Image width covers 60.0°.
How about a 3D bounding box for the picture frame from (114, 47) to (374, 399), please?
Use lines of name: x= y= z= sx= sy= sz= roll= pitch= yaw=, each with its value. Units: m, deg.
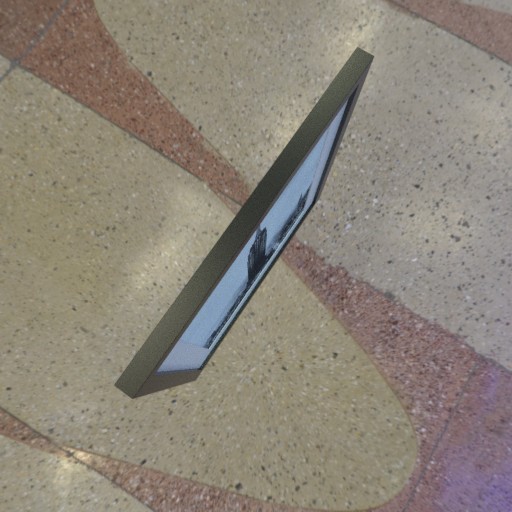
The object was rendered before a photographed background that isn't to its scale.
picture frame: x=0.000 y=0.000 z=0.846 sx=0.029 sy=0.557 sz=0.559 roll=33 pitch=79 yaw=8
